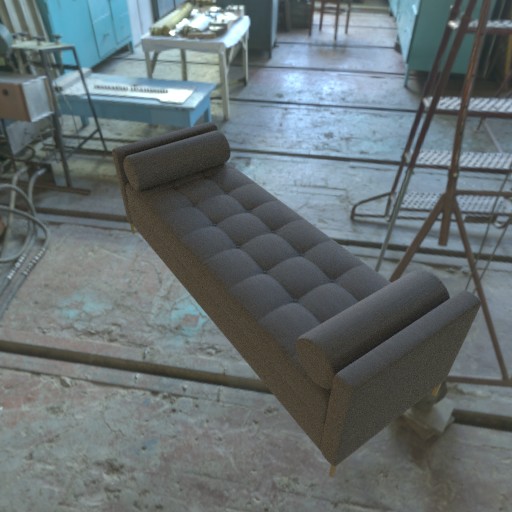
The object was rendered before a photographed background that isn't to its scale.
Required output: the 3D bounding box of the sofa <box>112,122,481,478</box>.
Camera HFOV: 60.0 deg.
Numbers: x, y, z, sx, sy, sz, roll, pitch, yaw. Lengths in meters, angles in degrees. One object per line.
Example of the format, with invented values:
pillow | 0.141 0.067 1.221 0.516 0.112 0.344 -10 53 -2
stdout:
sofa | 0.000 0.000 2.308 0.686 0.635 1.981 -24 46 -26
